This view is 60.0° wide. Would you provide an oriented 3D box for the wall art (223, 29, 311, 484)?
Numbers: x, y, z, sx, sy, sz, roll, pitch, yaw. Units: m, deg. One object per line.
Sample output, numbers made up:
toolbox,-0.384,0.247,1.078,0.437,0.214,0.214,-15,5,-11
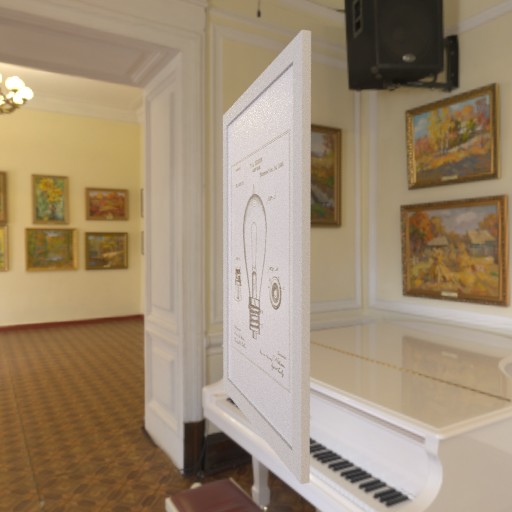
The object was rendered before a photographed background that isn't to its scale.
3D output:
wall art,0.000,0.000,0.617,0.010,0.474,0.325,-1,2,-19
